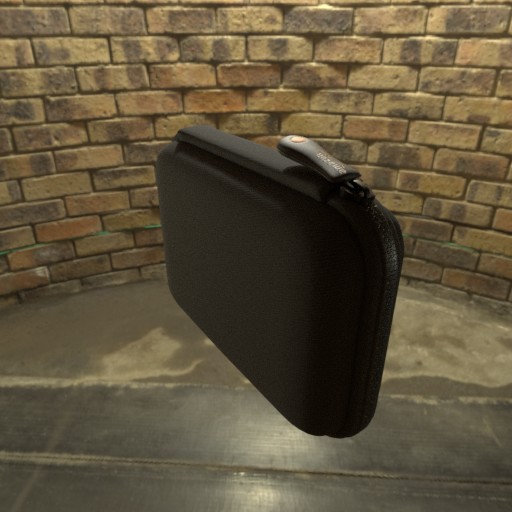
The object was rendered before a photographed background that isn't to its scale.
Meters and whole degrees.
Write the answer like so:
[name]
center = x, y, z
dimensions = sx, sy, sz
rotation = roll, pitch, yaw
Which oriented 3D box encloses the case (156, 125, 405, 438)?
[case]
center = 0.000, 0.000, 0.181
dimensions = 0.038, 0.105, 0.132
rotation = -18, 33, -30
